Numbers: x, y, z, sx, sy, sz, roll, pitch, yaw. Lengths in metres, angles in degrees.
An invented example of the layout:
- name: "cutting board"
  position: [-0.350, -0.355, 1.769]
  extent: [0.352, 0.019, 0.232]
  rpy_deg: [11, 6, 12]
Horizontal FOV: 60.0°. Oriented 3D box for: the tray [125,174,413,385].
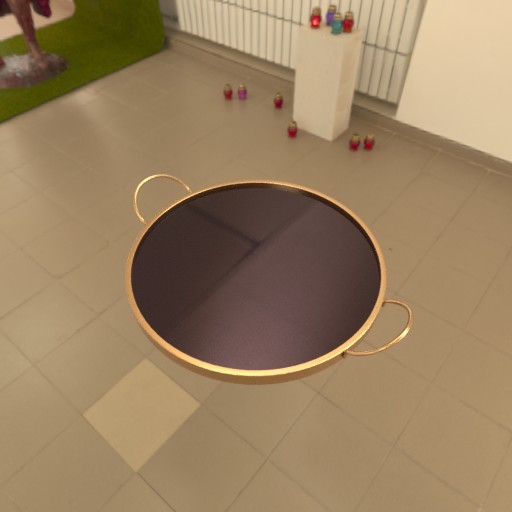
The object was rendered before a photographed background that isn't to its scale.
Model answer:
- name: "tray"
  position: [0.000, 0.000, 0.752]
  extent: [0.543, 0.069, 0.438]
  rpy_deg: [31, 54, 25]
